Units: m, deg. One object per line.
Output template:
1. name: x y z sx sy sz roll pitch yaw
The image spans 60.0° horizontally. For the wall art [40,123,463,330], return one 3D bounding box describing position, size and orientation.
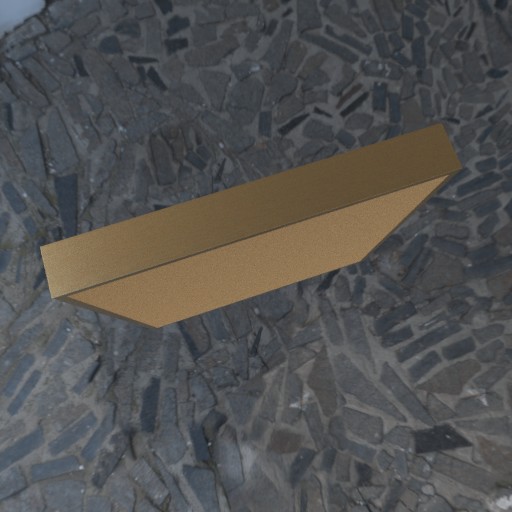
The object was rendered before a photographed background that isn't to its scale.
1. wall art: 0.000 0.000 0.464 0.304 0.304 0.038 -18 77 -4
